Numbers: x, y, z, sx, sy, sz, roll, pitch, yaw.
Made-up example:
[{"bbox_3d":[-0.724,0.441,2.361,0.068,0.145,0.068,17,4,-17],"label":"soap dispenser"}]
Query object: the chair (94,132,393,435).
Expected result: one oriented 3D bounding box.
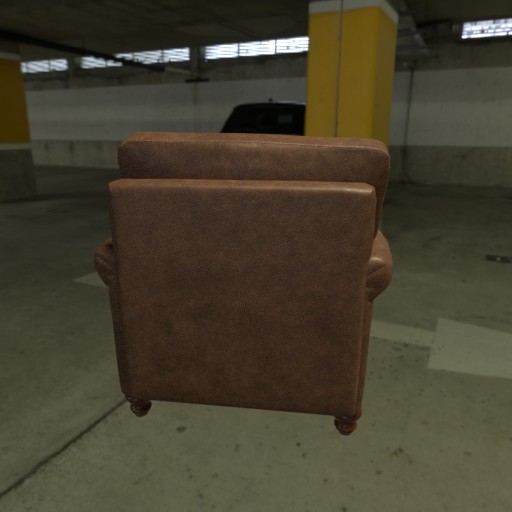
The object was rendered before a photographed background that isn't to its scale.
[{"bbox_3d":[0.000,0.000,1.805,0.996,0.976,1.002,2,16,8],"label":"chair"}]
